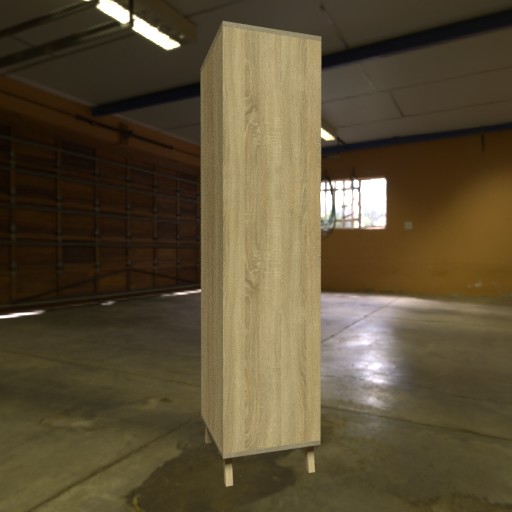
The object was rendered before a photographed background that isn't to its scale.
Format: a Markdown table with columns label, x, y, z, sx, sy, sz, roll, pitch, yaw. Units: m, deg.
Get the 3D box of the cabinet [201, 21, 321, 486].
| label | x | y | z | sx | sy | sz | roll | pitch | yaw |
| --- | --- | --- | --- | --- | --- | --- | --- | --- | --- |
| cabinet | 0.000 | 0.000 | 2.164 | 0.450 | 1.960 | 0.510 | 0 | 1 | -17 |
